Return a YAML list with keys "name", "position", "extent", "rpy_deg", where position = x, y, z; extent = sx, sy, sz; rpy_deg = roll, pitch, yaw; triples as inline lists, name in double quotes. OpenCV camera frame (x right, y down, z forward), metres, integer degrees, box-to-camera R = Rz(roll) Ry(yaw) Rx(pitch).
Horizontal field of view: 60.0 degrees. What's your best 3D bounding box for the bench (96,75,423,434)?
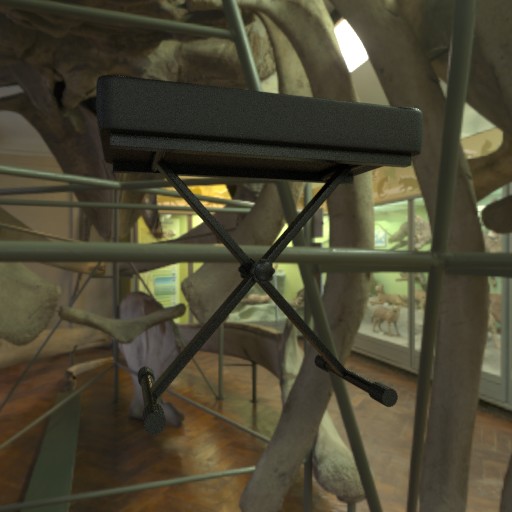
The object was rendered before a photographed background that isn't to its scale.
- name: "bench"
  position: [0.000, 0.000, 0.904]
  extent: [0.600, 0.561, 0.300]
  rpy_deg: [0, 0, -17]
